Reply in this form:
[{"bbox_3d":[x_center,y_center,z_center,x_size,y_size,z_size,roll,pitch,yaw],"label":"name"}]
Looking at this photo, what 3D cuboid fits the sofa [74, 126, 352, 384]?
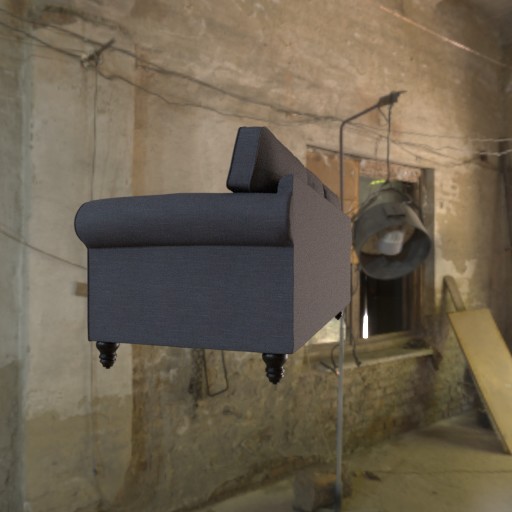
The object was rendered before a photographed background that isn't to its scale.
[{"bbox_3d":[0.000,0.000,2.626,0.909,0.966,2.084,0,0,18],"label":"sofa"}]
